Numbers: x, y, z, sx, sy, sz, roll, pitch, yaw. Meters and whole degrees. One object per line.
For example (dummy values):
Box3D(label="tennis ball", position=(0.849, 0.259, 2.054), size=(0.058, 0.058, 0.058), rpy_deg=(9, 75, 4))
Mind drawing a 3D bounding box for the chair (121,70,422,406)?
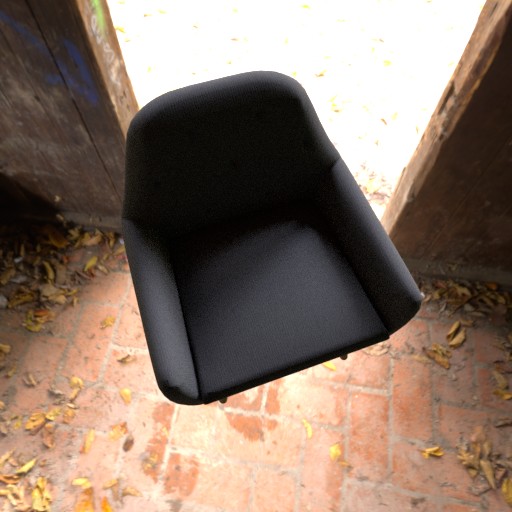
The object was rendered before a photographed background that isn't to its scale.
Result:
Box3D(label="chair", position=(0.000, 0.000, 1.439), size=(0.770, 0.800, 0.779), rpy_deg=(-17, 64, -9))
